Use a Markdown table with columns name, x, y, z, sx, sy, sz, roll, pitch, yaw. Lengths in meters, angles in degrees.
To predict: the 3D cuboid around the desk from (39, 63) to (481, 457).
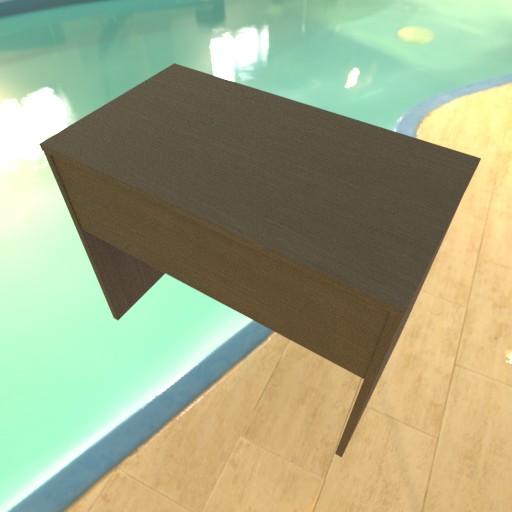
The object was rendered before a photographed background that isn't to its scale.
| name | x | y | z | sx | sy | sz | roll | pitch | yaw |
| --- | --- | --- | --- | --- | --- | --- | --- | --- | --- |
| desk | 0.000 | 0.000 | 1.292 | 0.893 | 0.724 | 0.498 | 25 | 53 | 21 |
